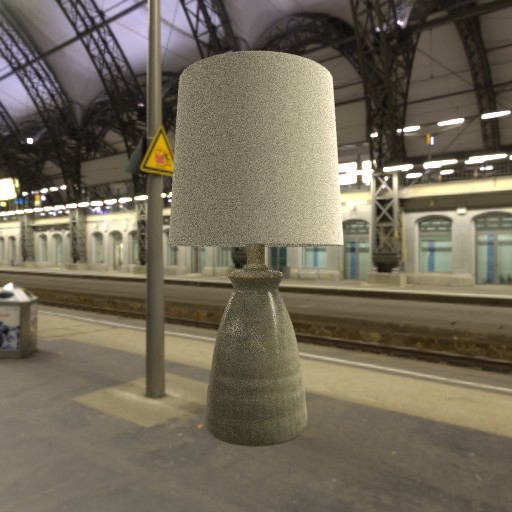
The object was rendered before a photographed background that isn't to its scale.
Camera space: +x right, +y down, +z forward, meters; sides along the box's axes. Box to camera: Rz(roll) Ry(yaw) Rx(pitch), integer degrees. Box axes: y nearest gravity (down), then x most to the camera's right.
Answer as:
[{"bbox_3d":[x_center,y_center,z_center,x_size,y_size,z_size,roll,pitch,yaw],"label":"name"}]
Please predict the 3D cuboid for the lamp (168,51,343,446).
[{"bbox_3d":[0.000,0.000,0.481,0.186,0.369,0.186,0,0,0],"label":"lamp"}]
